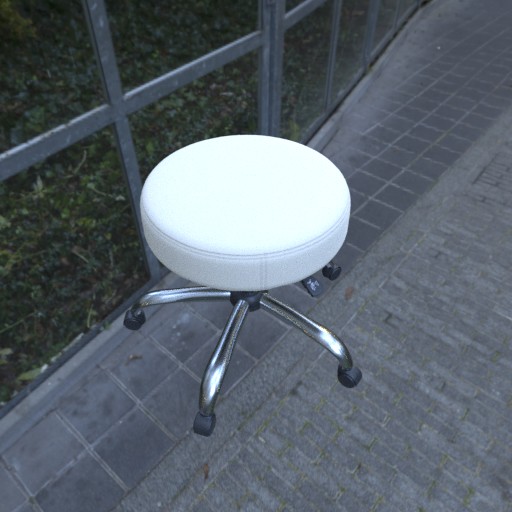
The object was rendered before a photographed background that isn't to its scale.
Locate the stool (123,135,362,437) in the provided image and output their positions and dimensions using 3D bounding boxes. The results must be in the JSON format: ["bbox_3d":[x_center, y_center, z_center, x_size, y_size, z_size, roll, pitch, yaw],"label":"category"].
[{"bbox_3d":[0.000,0.000,1.061,0.614,0.482,0.634,-27,49,-25],"label":"stool"}]
